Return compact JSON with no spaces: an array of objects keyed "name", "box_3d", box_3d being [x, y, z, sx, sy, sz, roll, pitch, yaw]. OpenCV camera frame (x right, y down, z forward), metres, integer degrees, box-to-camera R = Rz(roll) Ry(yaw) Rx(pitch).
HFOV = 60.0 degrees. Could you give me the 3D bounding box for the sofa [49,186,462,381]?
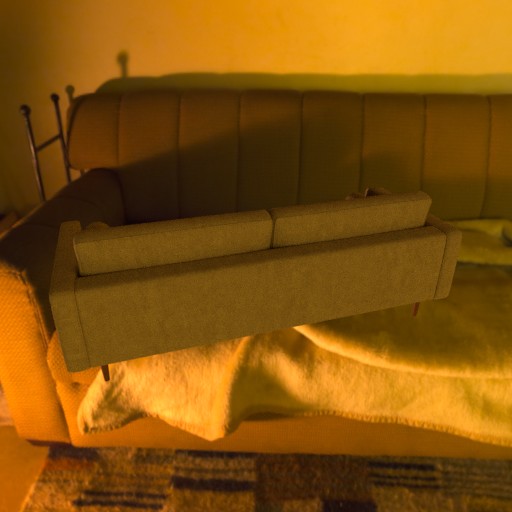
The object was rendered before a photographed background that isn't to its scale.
[{"name":"sofa","box_3d":[0.000,0.000,2.673,2.200,0.770,0.919,-9,28,-16]}]
